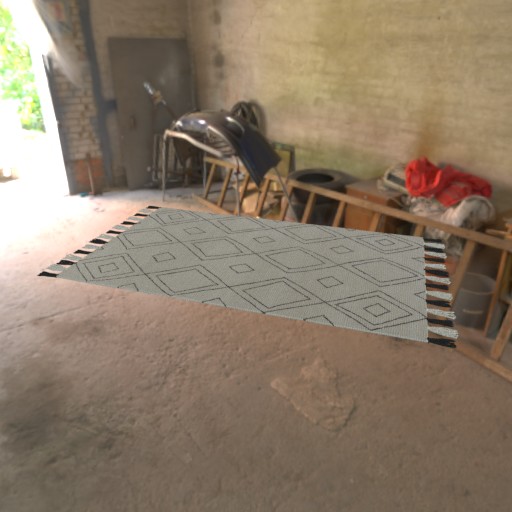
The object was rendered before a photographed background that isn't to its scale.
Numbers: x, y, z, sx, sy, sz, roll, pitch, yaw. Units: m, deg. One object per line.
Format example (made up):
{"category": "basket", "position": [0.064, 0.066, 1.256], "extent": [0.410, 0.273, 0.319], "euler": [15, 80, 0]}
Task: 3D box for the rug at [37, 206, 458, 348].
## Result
{"category": "rug", "position": [0.000, 0.000, 3.360], "extent": [2.755, 0.021, 1.524], "euler": [8, 27, 16]}
